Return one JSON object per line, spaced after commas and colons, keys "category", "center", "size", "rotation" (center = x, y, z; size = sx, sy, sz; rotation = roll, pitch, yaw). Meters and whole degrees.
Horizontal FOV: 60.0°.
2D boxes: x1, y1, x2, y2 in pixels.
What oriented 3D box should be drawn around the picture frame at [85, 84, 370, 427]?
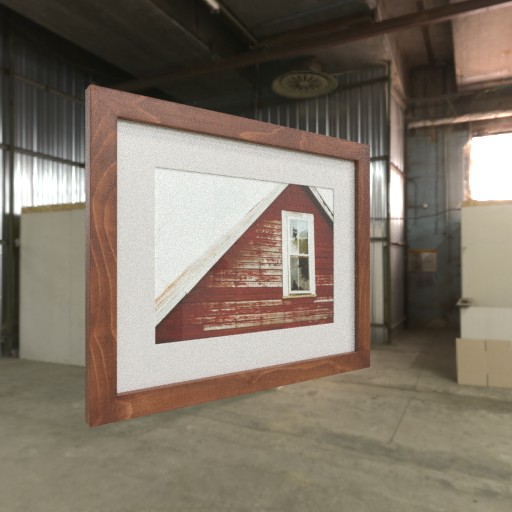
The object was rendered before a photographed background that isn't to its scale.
{"category": "picture frame", "center": [0.000, 0.000, 0.762], "size": [0.559, 0.457, 0.025], "rotation": [0, 0, -35]}
